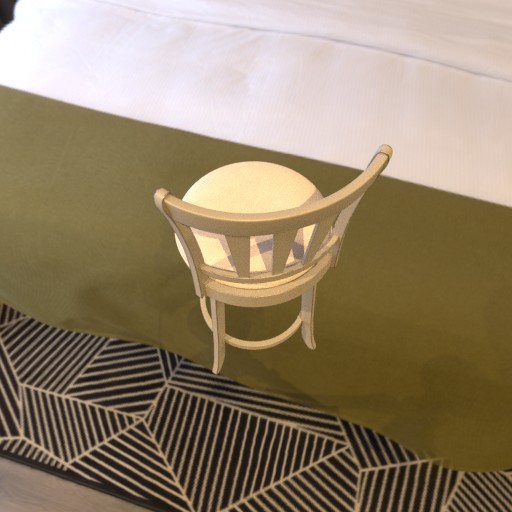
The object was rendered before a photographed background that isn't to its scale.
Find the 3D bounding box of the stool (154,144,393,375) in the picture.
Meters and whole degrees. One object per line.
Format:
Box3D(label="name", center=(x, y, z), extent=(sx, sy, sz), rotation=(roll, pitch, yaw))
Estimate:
Box3D(label="stool", center=(0.000, 0.000, 1.286), extent=(0.436, 1.042, 0.475), rotation=(-12, 59, -8))
